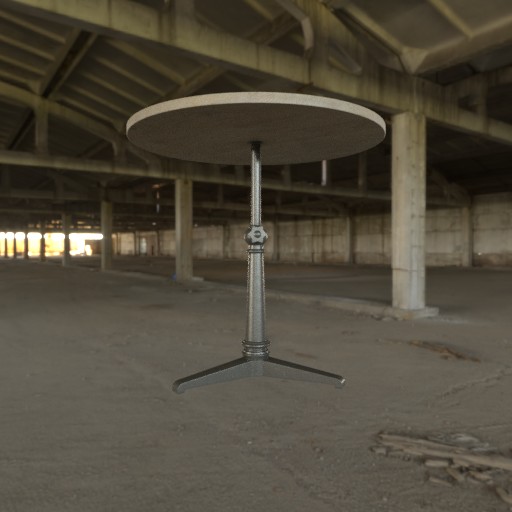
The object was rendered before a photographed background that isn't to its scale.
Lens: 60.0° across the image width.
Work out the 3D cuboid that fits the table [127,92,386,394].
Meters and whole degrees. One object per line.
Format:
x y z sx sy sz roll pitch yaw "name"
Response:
0.000 0.000 1.435 0.800 0.780 0.800 0 1 0 "table"
